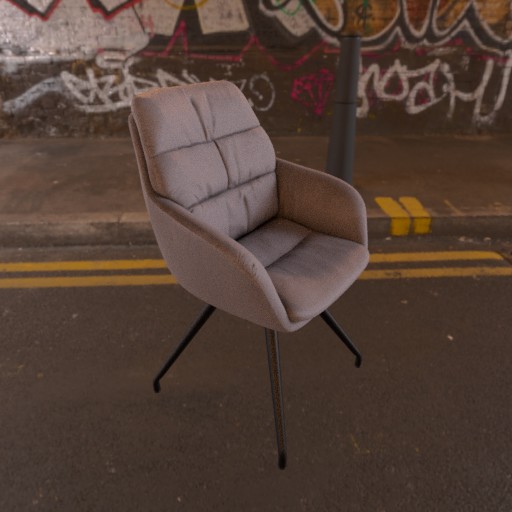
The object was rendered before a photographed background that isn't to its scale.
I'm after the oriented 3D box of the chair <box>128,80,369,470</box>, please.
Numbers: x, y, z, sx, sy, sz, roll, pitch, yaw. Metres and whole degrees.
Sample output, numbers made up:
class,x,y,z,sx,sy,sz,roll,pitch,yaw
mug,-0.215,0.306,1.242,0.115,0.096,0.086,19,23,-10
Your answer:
class,x,y,z,sx,sy,sz,roll,pitch,yaw
chair,0.000,0.000,1.263,0.569,0.888,0.579,18,32,31
